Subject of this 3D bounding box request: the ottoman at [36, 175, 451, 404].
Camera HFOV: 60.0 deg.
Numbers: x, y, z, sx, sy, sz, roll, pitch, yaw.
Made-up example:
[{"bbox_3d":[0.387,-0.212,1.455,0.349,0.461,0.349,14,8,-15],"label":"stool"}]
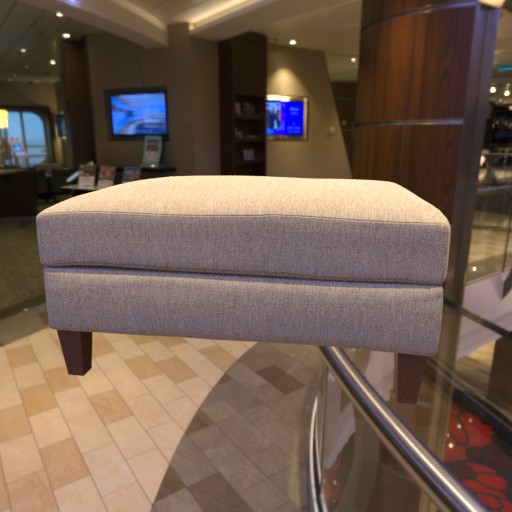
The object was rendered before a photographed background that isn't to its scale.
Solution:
[{"bbox_3d":[0.000,0.000,1.421,0.976,0.492,0.836,2,15,9],"label":"ottoman"}]
